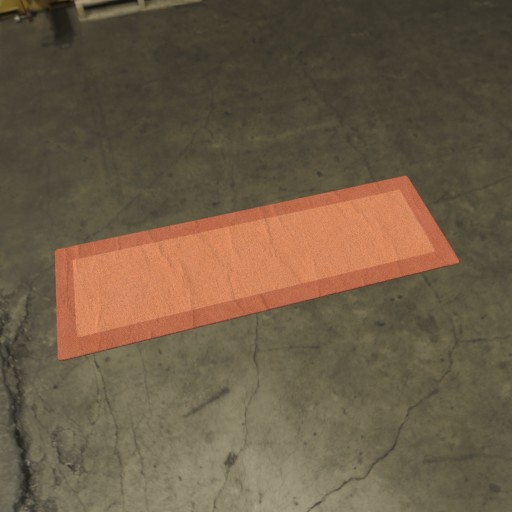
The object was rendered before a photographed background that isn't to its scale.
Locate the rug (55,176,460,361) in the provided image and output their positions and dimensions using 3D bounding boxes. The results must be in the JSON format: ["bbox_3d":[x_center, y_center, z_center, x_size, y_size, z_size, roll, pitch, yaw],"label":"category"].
[{"bbox_3d":[0.000,0.000,2.772,2.471,0.013,0.914,-16,58,-10],"label":"rug"}]
